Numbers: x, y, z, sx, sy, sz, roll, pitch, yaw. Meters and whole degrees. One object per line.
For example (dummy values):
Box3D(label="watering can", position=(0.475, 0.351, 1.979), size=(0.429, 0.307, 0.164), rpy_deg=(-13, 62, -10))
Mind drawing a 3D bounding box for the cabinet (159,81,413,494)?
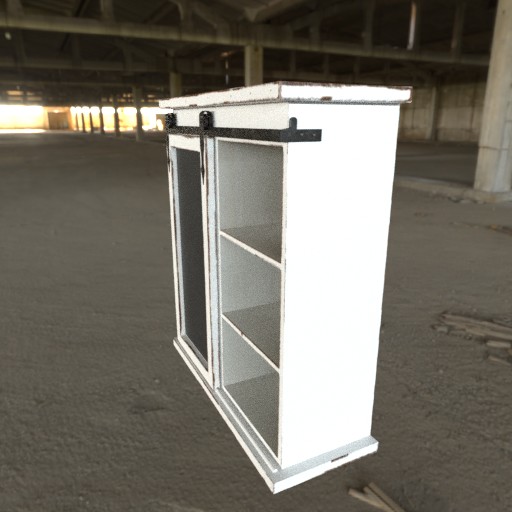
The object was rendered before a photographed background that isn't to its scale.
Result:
Box3D(label="cabinet", position=(0.000, 0.000, 0.881), size=(0.210, 0.603, 0.541), rpy_deg=(-8, 19, -25))
